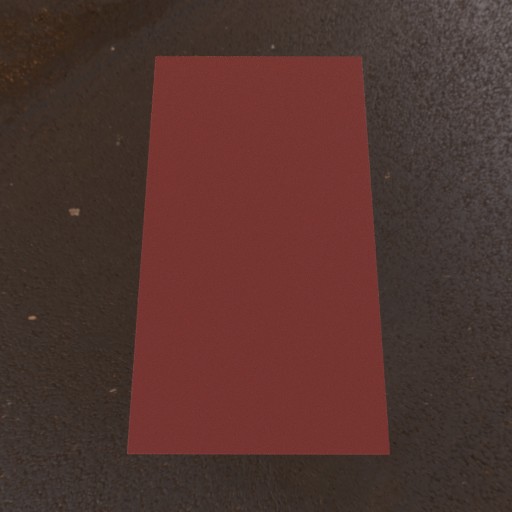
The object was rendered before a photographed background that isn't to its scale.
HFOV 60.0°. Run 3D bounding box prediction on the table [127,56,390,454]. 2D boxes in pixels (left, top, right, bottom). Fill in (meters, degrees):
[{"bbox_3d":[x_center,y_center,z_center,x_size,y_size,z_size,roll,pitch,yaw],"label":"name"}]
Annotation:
[{"bbox_3d":[0.000,0.000,1.385,0.612,0.493,1.068,0,75,0],"label":"table"}]
